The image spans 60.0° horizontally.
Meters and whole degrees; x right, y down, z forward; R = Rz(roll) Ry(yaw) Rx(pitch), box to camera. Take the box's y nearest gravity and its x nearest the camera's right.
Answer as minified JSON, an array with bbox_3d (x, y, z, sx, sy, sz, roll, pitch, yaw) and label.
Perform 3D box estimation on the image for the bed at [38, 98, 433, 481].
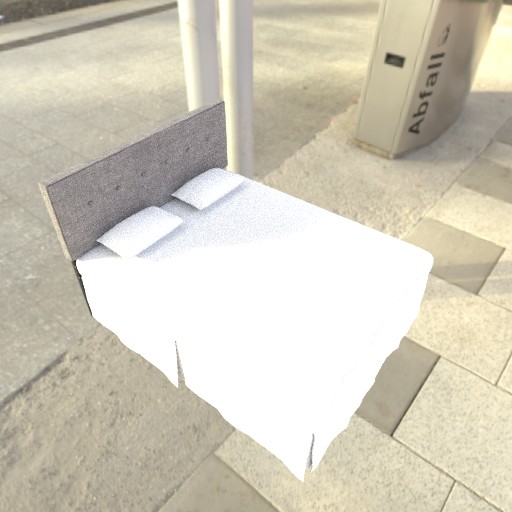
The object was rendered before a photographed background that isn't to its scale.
[{"bbox_3d":[0.000,0.000,2.954,1.958,1.168,1.621,27,48,27],"label":"bed"}]
